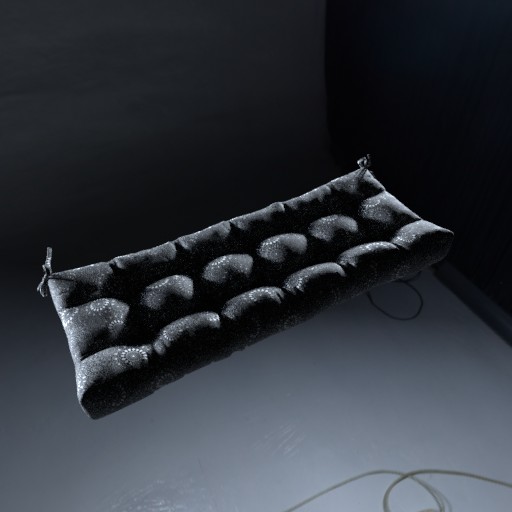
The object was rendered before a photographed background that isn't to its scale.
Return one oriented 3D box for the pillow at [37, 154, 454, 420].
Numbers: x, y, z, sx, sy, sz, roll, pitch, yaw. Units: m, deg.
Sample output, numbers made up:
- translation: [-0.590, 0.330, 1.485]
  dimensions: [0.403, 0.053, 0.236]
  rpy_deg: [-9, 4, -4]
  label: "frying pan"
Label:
- translation: [0.000, 0.000, 1.317]
  dimensions: [1.194, 0.174, 0.511]
  rpy_deg: [-21, 49, -20]
  label: "pillow"
